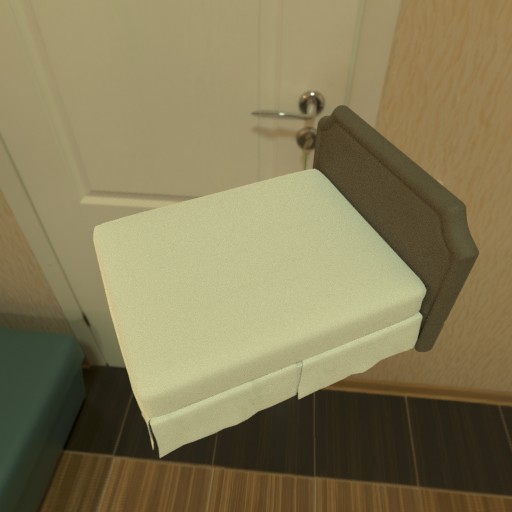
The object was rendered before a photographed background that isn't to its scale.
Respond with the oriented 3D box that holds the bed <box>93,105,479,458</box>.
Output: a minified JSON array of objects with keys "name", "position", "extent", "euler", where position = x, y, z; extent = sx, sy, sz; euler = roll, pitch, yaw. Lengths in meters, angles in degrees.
[{"name":"bed","position":[0.000,0.000,3.242],"extent":[2.181,1.297,1.831],"euler":[-17,48,-16]}]
